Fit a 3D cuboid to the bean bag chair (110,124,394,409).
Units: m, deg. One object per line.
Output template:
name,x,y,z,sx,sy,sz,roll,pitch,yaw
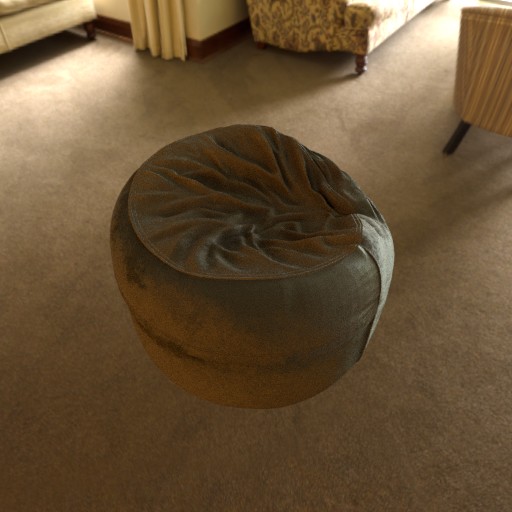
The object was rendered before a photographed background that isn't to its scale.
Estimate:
bean bag chair,0.000,0.000,1.518,0.918,0.605,0.918,0,46,0
